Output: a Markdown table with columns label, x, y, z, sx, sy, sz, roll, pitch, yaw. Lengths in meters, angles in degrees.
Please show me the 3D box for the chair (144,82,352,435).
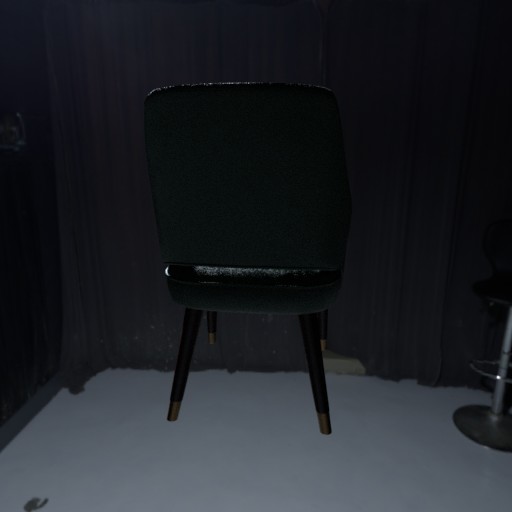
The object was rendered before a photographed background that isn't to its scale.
| label | x | y | z | sx | sy | sz | roll | pitch | yaw |
| --- | --- | --- | --- | --- | --- | --- | --- | --- | --- |
| chair | 0.000 | 0.000 | 1.589 | 0.683 | 1.081 | 0.794 | 2 | 15 | 7 |
